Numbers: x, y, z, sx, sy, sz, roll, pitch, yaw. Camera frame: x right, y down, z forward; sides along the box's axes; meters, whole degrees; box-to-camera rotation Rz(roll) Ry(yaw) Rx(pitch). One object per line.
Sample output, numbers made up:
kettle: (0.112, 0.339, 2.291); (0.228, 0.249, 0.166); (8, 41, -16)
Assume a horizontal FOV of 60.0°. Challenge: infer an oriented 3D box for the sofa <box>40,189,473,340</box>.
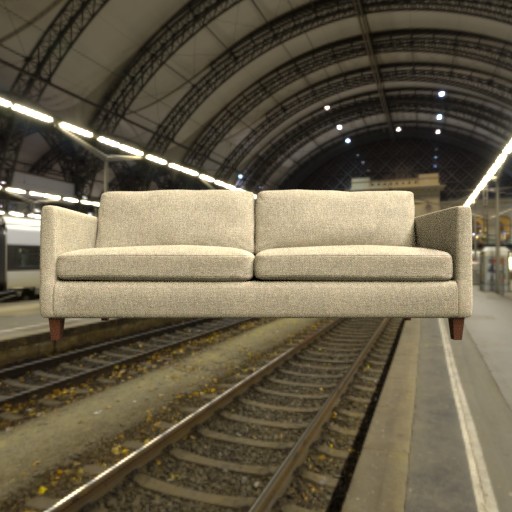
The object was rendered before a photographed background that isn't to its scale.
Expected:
sofa: (0.000, 0.000, 2.909); (2.434, 0.951, 0.948); (0, -1, 0)
